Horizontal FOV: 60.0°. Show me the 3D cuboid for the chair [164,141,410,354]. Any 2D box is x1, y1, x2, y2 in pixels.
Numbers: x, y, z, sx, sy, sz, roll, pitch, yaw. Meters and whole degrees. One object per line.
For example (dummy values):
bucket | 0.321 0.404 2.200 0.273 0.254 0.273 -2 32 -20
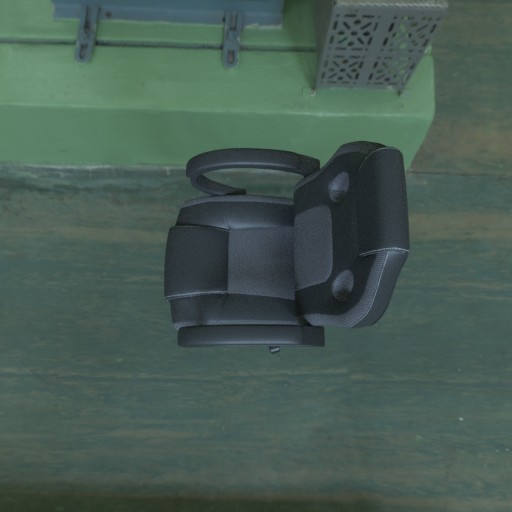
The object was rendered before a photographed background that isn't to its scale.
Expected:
chair | 0.000 0.000 1.601 0.724 1.187 0.673 1 76 0
